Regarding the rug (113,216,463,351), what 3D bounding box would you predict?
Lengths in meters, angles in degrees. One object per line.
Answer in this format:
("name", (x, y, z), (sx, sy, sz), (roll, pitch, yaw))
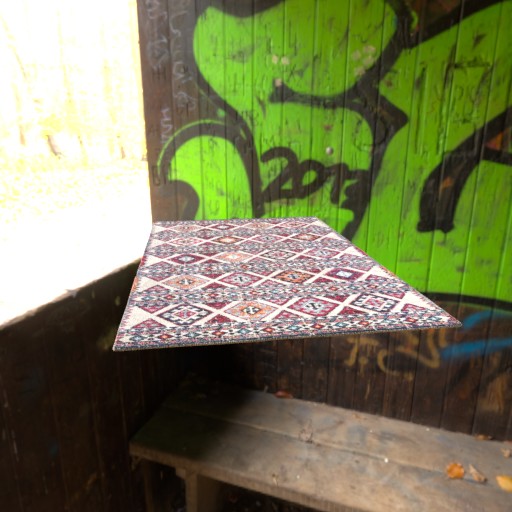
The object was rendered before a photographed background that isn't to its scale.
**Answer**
("rug", (0.000, 0.000, 3.042), (1.545, 0.010, 2.440), (-3, 17, -8))
